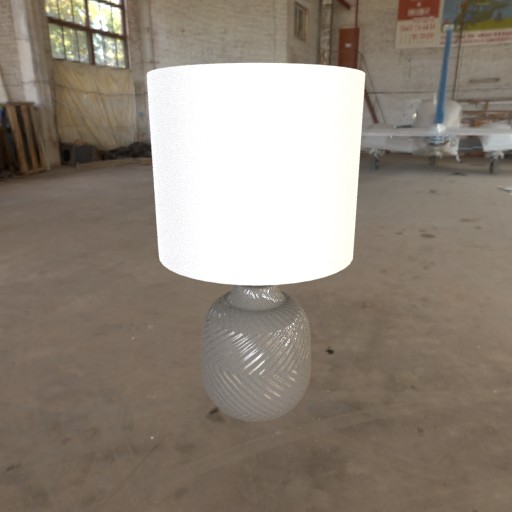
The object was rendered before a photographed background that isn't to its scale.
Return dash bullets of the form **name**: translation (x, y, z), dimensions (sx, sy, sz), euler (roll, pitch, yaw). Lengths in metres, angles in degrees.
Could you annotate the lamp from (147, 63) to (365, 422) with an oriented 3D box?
- **lamp**: translation (0.000, 0.000, 0.484), dimensions (0.207, 0.366, 0.207), euler (16, 23, 41)
